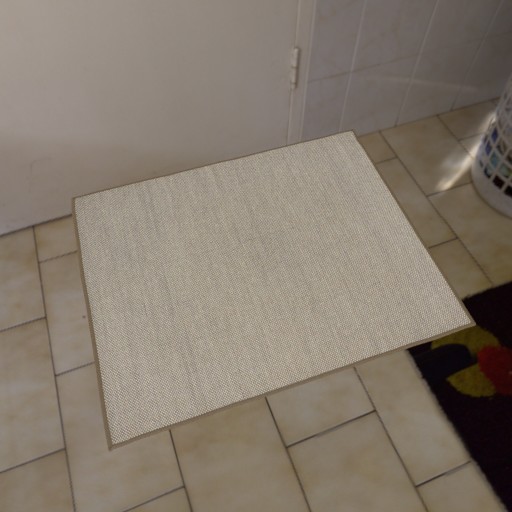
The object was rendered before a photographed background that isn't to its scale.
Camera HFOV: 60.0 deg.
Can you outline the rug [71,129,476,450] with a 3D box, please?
[{"bbox_3d":[0.000,0.000,3.984,3.041,0.020,2.413,-16,60,-10],"label":"rug"}]
